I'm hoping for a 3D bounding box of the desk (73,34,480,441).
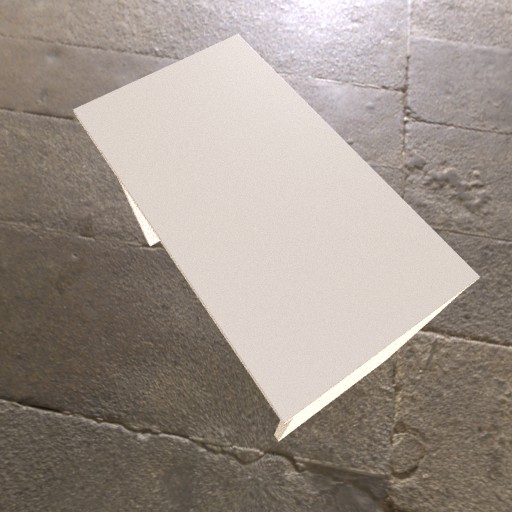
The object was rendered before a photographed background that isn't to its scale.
[{"bbox_3d":[0.000,0.000,1.338,0.498,0.729,0.900,-32,68,-15],"label":"desk"}]
